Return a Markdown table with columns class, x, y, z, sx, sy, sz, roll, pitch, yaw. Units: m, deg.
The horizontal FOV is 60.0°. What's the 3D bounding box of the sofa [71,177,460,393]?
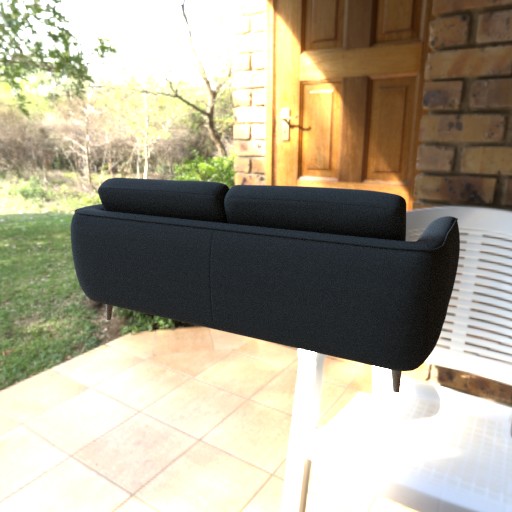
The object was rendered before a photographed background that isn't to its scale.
| class | x | y | z | sx | sy | sz | roll | pitch | yaw |
| --- | --- | --- | --- | --- | --- | --- | --- | --- | --- |
| sofa | 0.000 | 0.000 | 2.444 | 2.000 | 0.850 | 0.920 | 8 | 17 | 27 |
